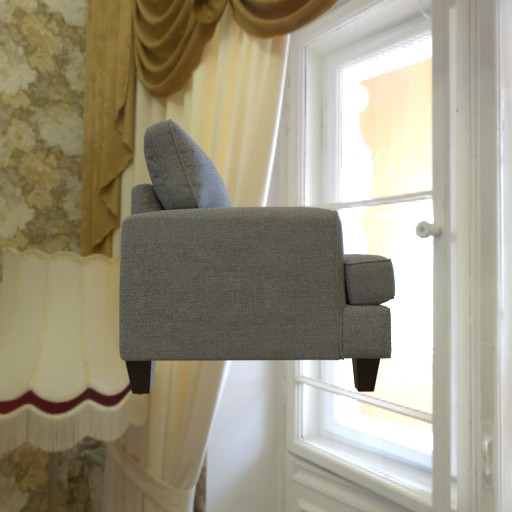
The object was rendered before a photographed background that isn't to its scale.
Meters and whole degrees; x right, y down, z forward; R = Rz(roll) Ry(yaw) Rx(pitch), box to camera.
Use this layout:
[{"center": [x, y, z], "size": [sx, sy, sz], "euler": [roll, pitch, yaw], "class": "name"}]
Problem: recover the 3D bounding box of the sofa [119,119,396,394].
[{"center": [0.000, 0.000, 2.296], "size": [0.965, 0.965, 1.651], "euler": [0, -1, -1], "class": "sofa"}]
